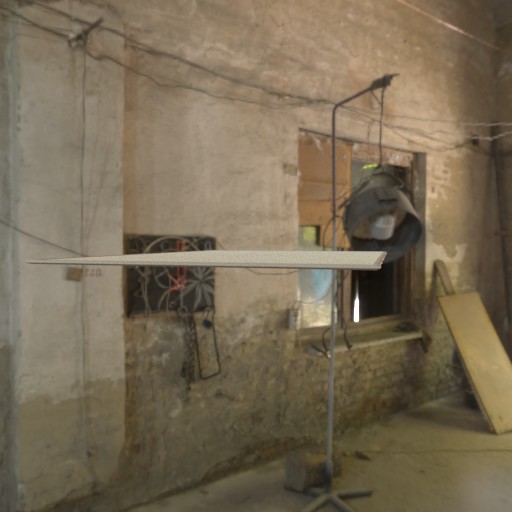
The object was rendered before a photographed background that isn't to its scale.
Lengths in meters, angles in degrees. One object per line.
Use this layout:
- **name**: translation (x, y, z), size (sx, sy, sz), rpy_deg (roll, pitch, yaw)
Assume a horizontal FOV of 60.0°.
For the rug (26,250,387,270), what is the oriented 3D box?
- **rug**: translation (0.000, 0.000, 2.728), size (1.525, 0.020, 2.081), rpy_deg (1, 2, 17)
